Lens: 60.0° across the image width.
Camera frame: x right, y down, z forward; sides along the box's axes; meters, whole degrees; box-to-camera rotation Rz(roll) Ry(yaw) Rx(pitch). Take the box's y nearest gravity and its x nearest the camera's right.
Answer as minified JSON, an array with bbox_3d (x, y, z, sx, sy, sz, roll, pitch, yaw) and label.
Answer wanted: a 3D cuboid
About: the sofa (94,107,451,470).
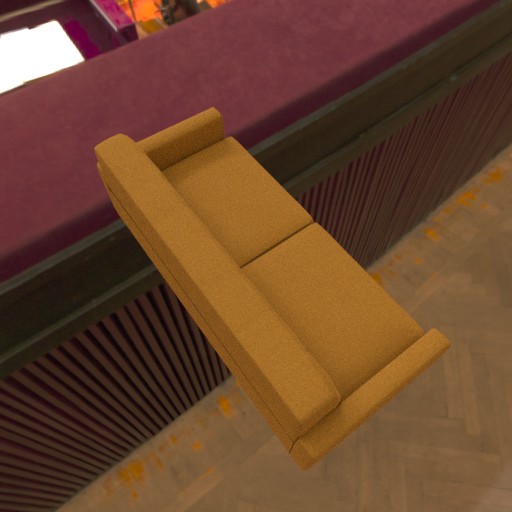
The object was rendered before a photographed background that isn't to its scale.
[{"bbox_3d":[0.000,0.000,2.504,0.909,0.841,2.029,-32,64,-18],"label":"sofa"}]
